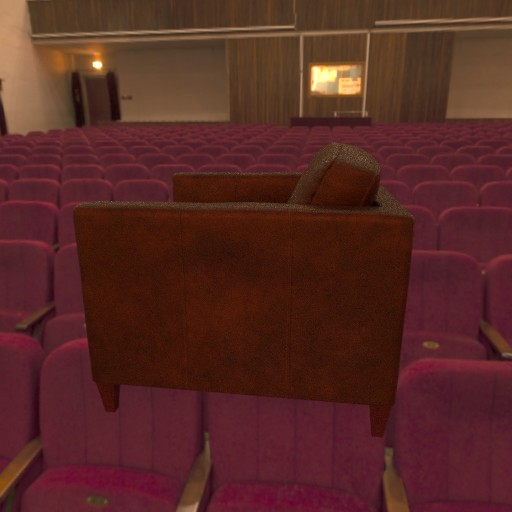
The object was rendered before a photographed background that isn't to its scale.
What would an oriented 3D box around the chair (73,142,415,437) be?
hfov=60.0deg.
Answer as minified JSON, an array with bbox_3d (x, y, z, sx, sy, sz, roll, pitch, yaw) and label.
[{"bbox_3d":[0.000,0.000,1.743,0.975,0.864,0.990,2,16,8],"label":"chair"}]
